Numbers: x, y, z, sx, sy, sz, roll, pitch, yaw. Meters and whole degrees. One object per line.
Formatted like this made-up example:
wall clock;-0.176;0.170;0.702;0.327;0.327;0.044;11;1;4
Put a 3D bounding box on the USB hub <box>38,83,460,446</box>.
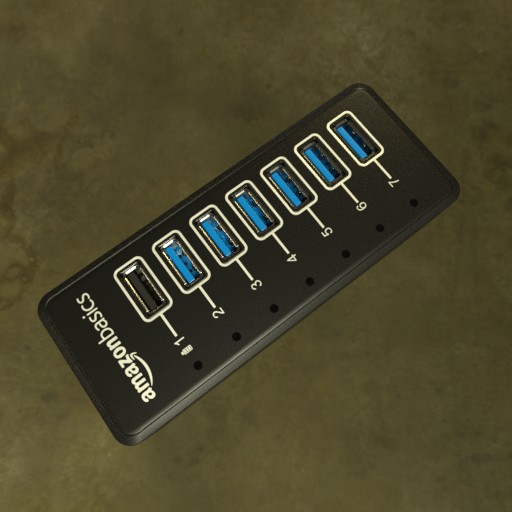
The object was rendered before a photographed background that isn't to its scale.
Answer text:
USB hub;0.000;0.000;0.126;0.110;0.023;0.044;-36;79;-8
